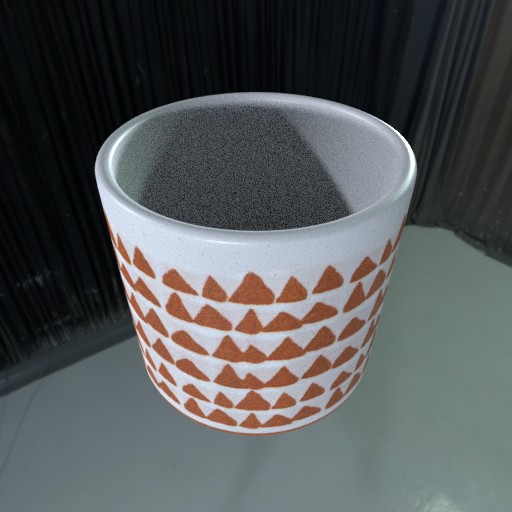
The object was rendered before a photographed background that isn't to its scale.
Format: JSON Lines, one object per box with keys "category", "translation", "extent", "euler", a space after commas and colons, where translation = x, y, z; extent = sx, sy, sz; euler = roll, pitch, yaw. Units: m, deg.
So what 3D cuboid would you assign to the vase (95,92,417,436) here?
{"category": "vase", "translation": [0.000, 0.000, 0.234], "extent": [0.137, 0.127, 0.137], "euler": [0, 40, 0]}
